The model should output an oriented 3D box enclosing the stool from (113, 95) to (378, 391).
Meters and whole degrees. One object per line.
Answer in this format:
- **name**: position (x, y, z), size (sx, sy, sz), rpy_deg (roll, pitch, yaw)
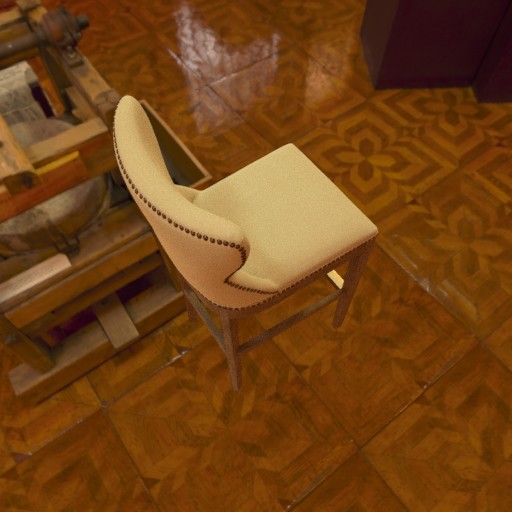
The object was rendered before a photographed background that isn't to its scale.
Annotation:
- **stool**: position (0.000, 0.000, 1.426), size (0.606, 1.123, 0.494), rpy_deg (-30, 63, -17)
